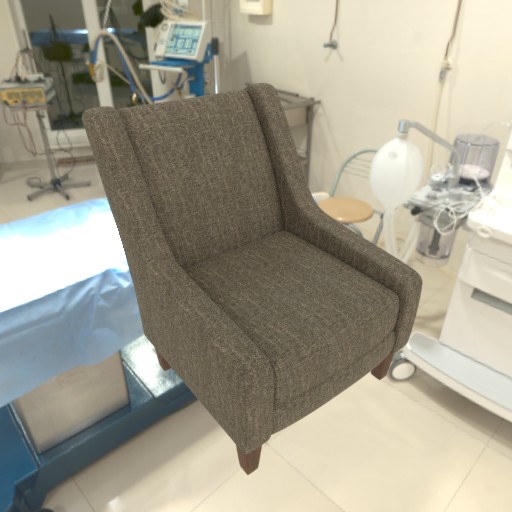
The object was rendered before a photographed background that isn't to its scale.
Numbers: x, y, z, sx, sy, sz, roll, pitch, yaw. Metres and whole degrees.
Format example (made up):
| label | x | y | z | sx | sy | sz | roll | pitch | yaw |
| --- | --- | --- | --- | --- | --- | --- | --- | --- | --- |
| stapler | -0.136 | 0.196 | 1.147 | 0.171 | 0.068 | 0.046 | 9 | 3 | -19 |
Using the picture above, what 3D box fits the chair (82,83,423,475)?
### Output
| label | x | y | z | sx | sy | sz | roll | pitch | yaw |
| --- | --- | --- | --- | --- | --- | --- | --- | --- | --- |
| chair | 0.000 | 0.000 | 1.639 | 0.793 | 1.012 | 0.944 | -22 | 38 | -31 |
